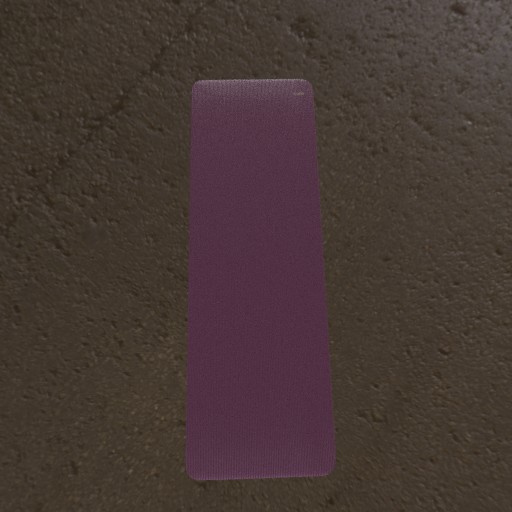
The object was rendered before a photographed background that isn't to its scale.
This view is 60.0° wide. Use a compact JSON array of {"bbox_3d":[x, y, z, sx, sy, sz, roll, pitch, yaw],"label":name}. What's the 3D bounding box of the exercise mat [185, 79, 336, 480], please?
[{"bbox_3d":[0.000,0.000,2.036,0.616,0.021,1.869,-1,75,0],"label":"exercise mat"}]
